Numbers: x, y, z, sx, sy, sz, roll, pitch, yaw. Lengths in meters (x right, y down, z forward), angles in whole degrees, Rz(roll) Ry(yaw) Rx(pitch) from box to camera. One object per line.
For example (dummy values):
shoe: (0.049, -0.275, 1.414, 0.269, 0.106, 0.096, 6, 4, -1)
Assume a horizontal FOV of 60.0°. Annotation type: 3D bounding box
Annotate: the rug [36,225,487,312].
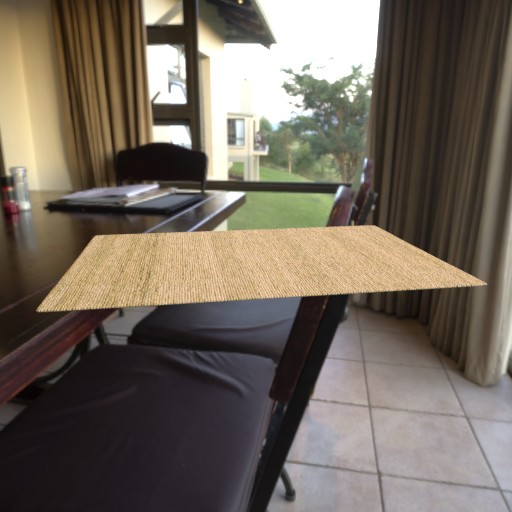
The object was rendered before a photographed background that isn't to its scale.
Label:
rug: (0.000, 0.000, 2.228, 1.758, 0.010, 1.143, -3, 17, -9)
